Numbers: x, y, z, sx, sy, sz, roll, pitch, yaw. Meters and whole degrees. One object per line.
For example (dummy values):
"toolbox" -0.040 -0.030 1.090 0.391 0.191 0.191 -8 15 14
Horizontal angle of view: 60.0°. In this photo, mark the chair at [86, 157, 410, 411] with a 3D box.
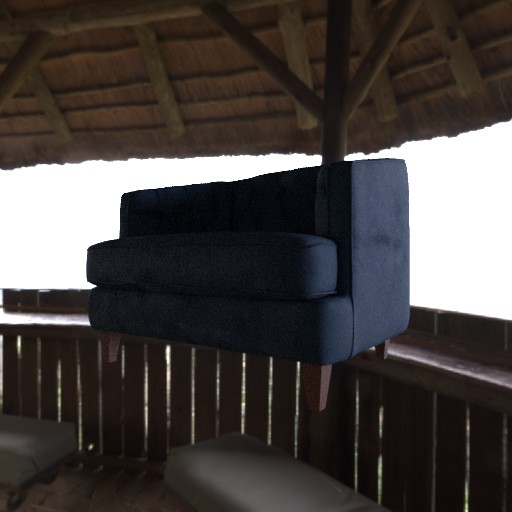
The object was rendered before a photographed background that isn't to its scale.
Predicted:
"chair" 0.000 0.000 1.795 1.094 0.852 0.940 0 0 37
